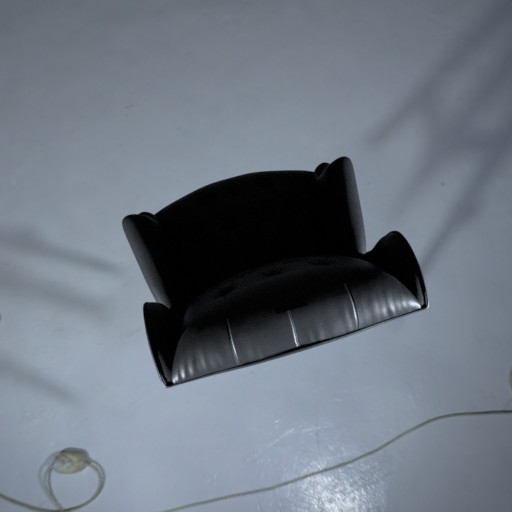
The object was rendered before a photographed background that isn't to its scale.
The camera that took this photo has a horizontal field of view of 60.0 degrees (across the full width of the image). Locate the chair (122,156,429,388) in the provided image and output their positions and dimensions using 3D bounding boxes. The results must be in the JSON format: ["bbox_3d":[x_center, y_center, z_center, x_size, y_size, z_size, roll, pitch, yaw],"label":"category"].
[{"bbox_3d":[0.000,0.000,1.611,0.838,1.111,0.762,-16,75,-4],"label":"chair"}]
